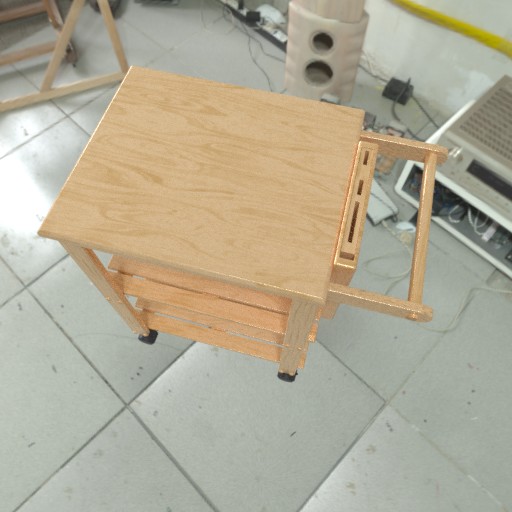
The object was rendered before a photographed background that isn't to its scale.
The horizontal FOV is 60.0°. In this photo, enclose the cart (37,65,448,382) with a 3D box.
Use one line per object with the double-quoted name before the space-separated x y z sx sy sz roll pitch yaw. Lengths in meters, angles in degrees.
"cart" 0.000 0.000 1.344 0.843 0.816 0.520 13 64 7
